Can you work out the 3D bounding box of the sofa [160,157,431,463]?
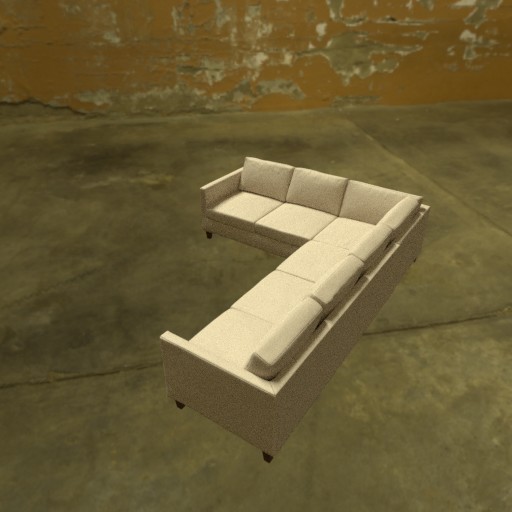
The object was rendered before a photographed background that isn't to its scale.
[{"bbox_3d":[0.000,0.000,4.350,2.432,0.863,3.182,19,36,29],"label":"sofa"}]
